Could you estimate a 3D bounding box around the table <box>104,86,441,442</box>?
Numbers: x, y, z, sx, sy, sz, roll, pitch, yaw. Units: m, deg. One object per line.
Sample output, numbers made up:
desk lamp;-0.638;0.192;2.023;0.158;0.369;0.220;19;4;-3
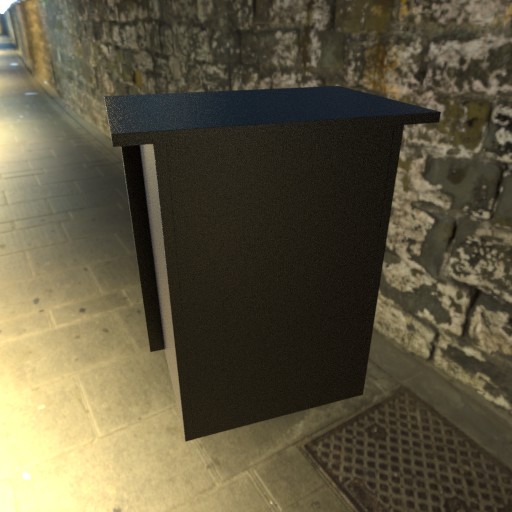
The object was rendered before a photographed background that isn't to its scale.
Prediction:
table;0.000;0.000;1.078;0.589;0.711;0.408;-9;29;-16
